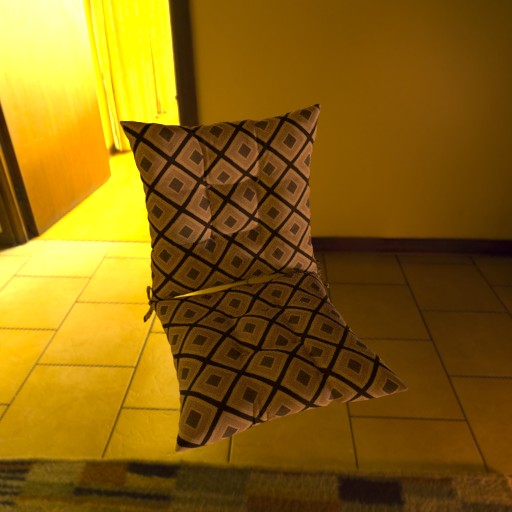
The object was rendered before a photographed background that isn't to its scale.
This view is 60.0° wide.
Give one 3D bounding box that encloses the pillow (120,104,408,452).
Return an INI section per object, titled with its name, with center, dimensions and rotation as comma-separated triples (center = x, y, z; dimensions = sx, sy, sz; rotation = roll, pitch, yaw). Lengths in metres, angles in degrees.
[pillow]
center = 0.000, 0.000, 1.015
dimensions = 0.541, 0.536, 0.585
rotation = -9, 33, -15
